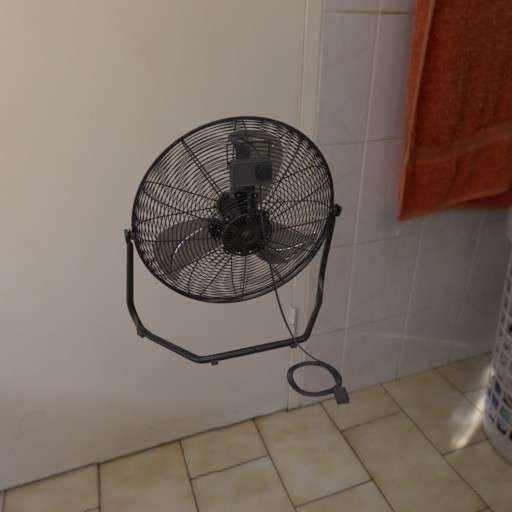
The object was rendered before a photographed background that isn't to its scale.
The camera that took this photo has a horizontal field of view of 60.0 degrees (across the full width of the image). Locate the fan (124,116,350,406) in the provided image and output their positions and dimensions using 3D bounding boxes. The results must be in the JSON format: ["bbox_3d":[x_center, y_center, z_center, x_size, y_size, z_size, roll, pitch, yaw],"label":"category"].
[{"bbox_3d":[0.000,0.000,0.942,0.555,0.546,0.424,-8,28,-16],"label":"fan"}]
